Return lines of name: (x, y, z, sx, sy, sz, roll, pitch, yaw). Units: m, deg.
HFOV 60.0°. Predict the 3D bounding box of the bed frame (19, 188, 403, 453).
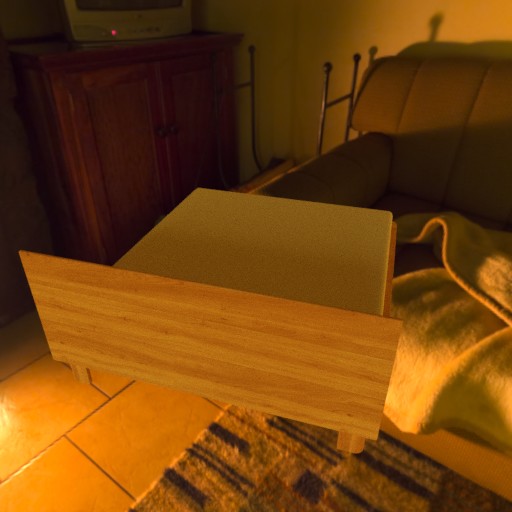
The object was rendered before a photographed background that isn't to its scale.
bed frame: (0.000, 0.000, 3.102, 1.872, 0.940, 2.092, 9, 32, 15)
